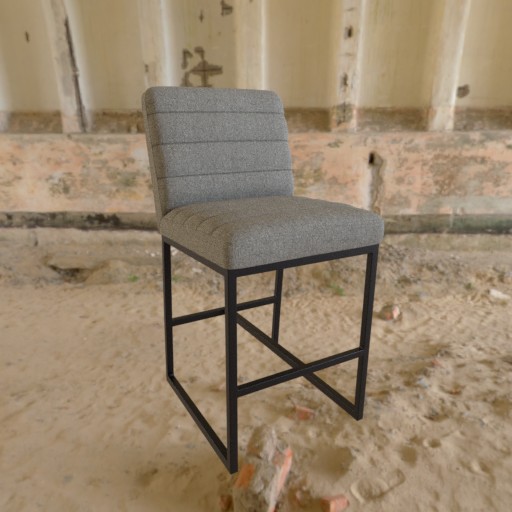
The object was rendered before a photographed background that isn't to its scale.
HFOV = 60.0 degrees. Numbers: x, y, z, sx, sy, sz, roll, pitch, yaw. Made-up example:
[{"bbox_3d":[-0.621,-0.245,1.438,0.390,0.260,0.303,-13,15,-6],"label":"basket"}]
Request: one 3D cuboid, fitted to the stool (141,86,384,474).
[{"bbox_3d":[0.000,0.000,1.283,0.460,0.940,0.560,-9,19,-28],"label":"stool"}]
